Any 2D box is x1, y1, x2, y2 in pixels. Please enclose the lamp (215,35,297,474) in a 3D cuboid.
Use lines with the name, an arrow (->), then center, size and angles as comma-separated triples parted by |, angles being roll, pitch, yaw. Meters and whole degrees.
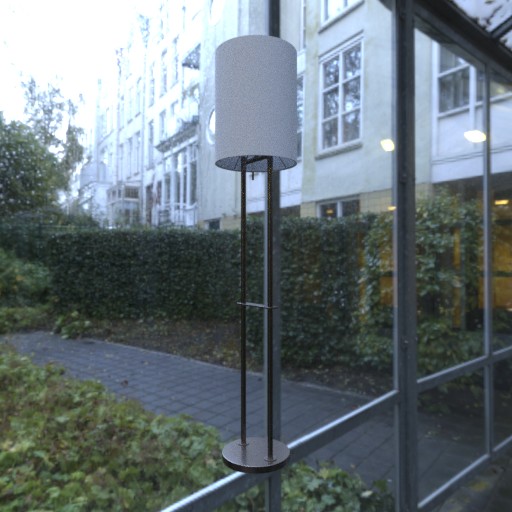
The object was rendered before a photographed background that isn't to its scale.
lamp -> 0.000, 0.000, 1.652 | 0.305, 1.500, 0.306 | 0, 0, -37
